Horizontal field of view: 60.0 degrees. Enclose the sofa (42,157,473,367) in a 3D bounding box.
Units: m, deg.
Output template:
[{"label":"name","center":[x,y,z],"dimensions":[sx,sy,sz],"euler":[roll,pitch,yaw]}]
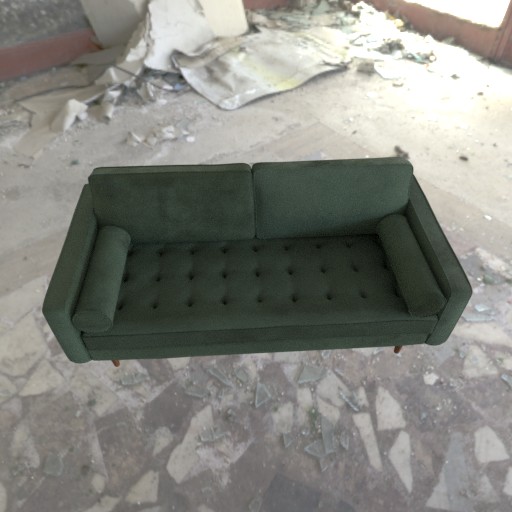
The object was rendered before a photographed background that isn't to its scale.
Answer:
[{"label":"sofa","center":[0.000,0.000,2.319],"dimensions":[1.880,0.772,0.916],"euler":[-2,46,-2]}]
